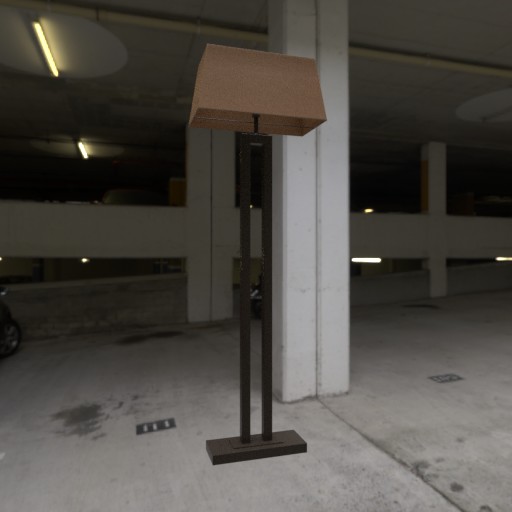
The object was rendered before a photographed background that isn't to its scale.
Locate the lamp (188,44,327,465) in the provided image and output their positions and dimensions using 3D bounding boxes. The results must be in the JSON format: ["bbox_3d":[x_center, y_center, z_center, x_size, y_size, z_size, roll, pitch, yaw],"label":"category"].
[{"bbox_3d":[0.000,0.000,1.669,0.475,1.469,0.233,0,0,-17],"label":"lamp"}]
